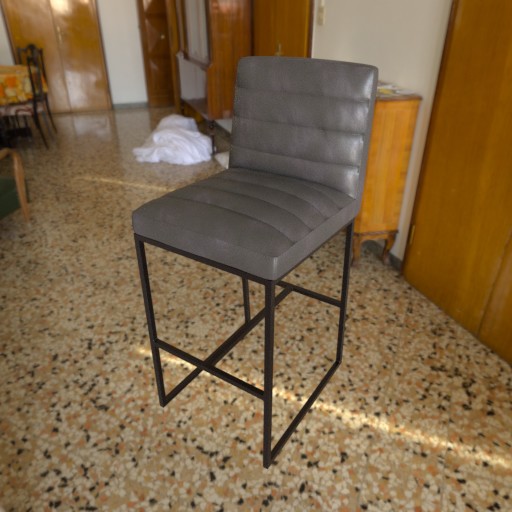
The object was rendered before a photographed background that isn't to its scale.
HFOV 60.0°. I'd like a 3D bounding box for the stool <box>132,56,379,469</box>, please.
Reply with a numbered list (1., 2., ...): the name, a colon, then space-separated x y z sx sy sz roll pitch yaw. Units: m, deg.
1. stool: 0.000 0.000 1.349 0.463 1.065 0.562 18 34 28
